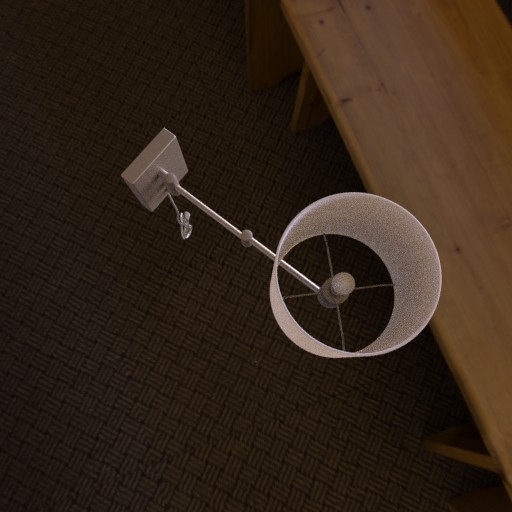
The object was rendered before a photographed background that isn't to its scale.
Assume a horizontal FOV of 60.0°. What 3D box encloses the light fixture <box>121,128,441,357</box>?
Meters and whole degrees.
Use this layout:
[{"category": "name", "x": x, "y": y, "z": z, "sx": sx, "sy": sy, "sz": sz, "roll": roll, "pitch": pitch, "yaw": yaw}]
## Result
[{"category": "light fixture", "x": 0.000, "y": 0.000, "z": 0.878, "sx": 0.516, "sy": 0.651, "sz": 0.203, "roll": 37, "pitch": 79, "yaw": 8}]
